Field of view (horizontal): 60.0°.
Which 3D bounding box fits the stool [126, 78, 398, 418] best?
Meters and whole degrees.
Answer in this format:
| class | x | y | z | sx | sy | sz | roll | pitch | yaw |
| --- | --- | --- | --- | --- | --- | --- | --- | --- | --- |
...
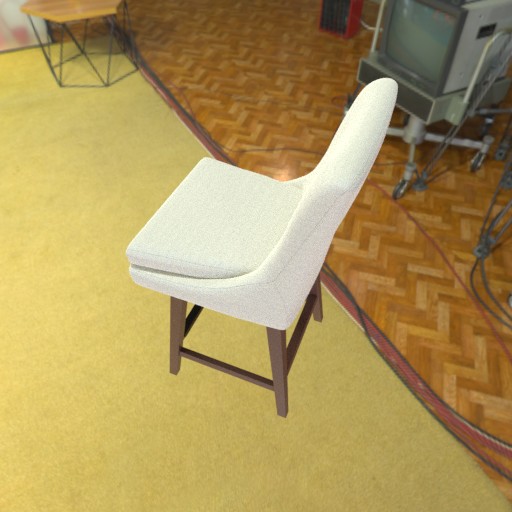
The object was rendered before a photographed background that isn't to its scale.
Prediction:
| class | x | y | z | sx | sy | sz | roll | pitch | yaw |
| --- | --- | --- | --- | --- | --- | --- | --- | --- | --- |
| stool | 0.000 | 0.000 | 1.299 | 0.559 | 0.991 | 0.483 | 17 | 49 | 15 |
